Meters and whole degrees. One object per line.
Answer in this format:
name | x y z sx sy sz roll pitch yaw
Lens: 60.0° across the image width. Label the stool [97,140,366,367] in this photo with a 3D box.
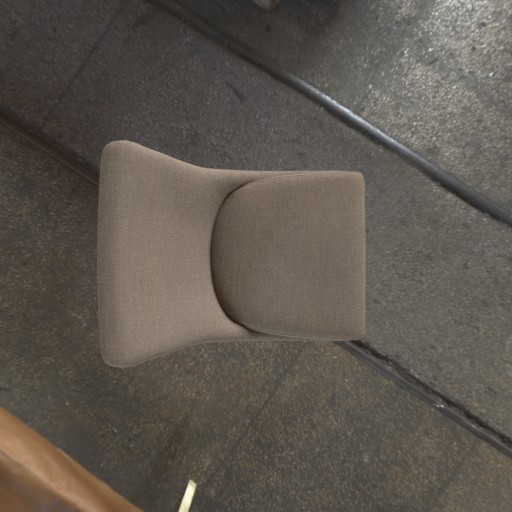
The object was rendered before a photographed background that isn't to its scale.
stool | 0.000 0.000 1.278 0.577 0.981 0.470 0 90 1
